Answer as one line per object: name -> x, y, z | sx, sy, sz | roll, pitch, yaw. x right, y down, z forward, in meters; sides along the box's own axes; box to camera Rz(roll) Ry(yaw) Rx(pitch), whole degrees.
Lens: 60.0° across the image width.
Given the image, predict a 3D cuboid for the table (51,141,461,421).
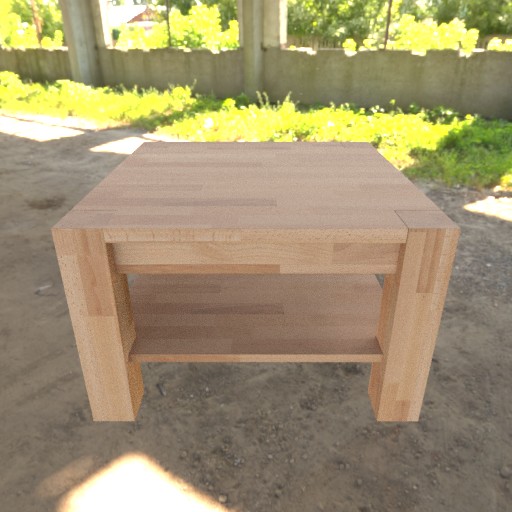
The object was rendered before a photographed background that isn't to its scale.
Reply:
table -> 0.000, 0.000, 1.169 | 0.700, 0.451, 0.700 | 0, 26, 0
